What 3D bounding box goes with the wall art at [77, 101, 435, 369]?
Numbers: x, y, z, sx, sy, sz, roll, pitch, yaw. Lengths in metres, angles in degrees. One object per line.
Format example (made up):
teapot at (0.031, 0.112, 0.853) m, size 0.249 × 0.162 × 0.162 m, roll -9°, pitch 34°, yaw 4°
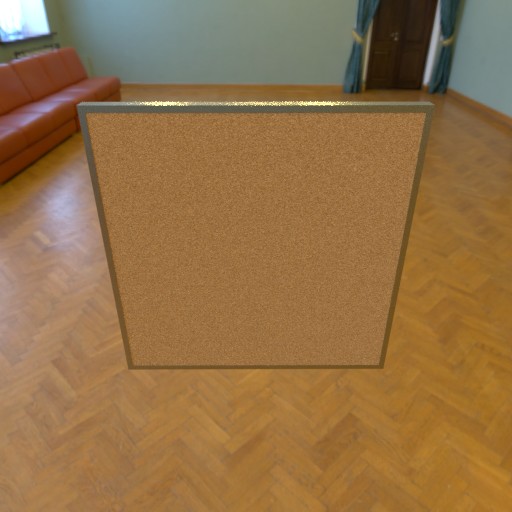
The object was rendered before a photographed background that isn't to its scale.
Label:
wall art at (0.000, 0.000, 1.216) m, size 0.806 × 0.806 × 0.038 m, roll 0°, pitch 30°, yaw 0°
